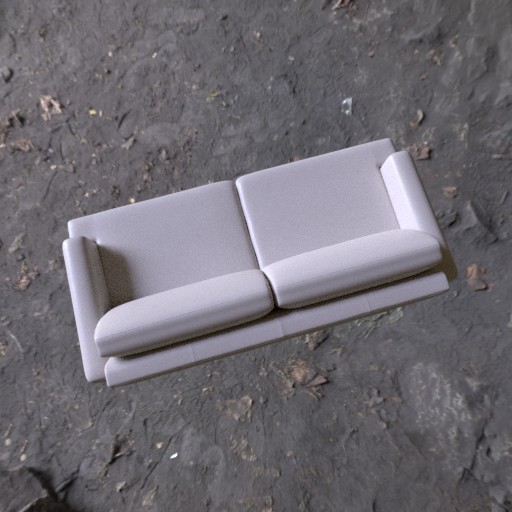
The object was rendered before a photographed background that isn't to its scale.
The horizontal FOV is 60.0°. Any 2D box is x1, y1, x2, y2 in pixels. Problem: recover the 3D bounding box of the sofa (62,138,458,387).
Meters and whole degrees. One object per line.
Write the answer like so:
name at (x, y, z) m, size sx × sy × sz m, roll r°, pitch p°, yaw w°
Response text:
sofa at (0.000, 0.000, 2.410) m, size 1.940 × 0.765 × 0.974 m, roll -15°, pitch 76°, yaw -4°
